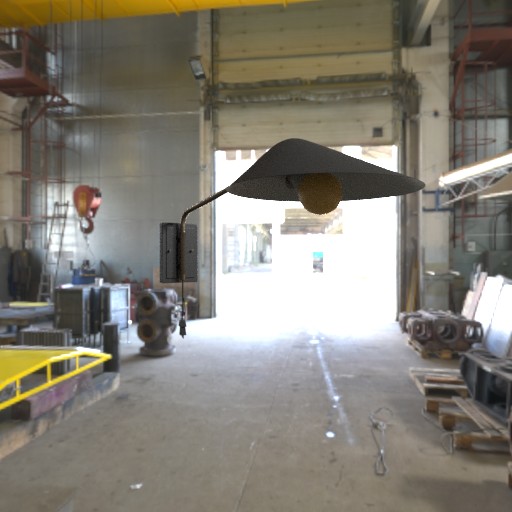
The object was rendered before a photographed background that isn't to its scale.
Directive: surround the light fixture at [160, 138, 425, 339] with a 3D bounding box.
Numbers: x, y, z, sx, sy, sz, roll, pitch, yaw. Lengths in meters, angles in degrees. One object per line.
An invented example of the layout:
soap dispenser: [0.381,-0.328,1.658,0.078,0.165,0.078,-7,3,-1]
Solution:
light fixture: [0.000,0.000,0.662,0.240,0.312,0.516,0,0,-37]
